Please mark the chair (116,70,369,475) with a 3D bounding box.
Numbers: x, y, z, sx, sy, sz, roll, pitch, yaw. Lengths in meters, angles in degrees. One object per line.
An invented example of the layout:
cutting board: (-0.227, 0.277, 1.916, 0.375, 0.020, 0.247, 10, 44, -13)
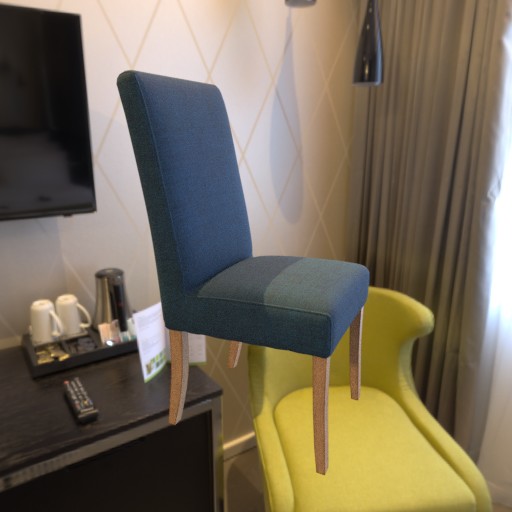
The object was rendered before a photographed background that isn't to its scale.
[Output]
chair: (0.000, 0.000, 1.339, 0.610, 1.029, 0.450, 7, 17, 25)
